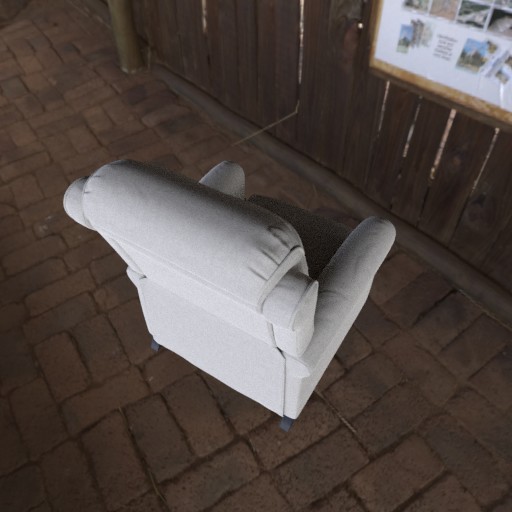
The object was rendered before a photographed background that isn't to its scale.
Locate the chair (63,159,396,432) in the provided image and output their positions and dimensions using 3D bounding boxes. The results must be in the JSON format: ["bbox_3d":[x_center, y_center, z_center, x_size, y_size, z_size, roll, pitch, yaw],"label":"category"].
[{"bbox_3d":[0.000,0.000,1.723,0.859,1.046,0.919,25,51,22],"label":"chair"}]
